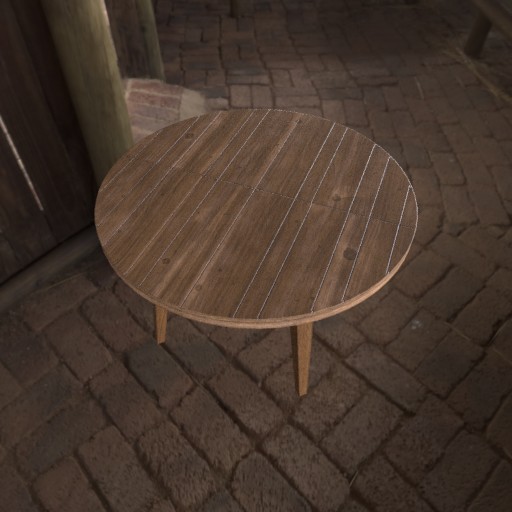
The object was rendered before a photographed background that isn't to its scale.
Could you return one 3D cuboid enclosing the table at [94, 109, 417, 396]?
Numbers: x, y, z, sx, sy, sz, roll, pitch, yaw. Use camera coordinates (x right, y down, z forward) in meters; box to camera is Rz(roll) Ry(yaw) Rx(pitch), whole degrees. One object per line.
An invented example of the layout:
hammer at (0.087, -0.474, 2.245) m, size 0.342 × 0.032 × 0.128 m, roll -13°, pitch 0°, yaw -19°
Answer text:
table at (0.000, 0.000, 1.995) m, size 1.213 × 0.764 × 1.213 m, roll 0°, pitch 47°, yaw 0°
